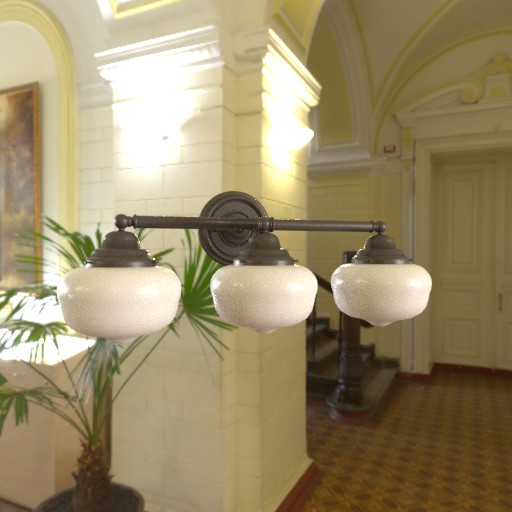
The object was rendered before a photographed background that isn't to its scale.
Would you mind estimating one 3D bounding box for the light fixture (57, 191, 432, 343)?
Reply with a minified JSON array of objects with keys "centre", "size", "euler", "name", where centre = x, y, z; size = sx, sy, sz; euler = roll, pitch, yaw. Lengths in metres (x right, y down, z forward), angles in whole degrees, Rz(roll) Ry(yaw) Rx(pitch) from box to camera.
[{"centre":[0.000,0.000,0.721],"size":[0.587,0.242,0.239],"euler":[0,1,-19],"name":"light fixture"}]
